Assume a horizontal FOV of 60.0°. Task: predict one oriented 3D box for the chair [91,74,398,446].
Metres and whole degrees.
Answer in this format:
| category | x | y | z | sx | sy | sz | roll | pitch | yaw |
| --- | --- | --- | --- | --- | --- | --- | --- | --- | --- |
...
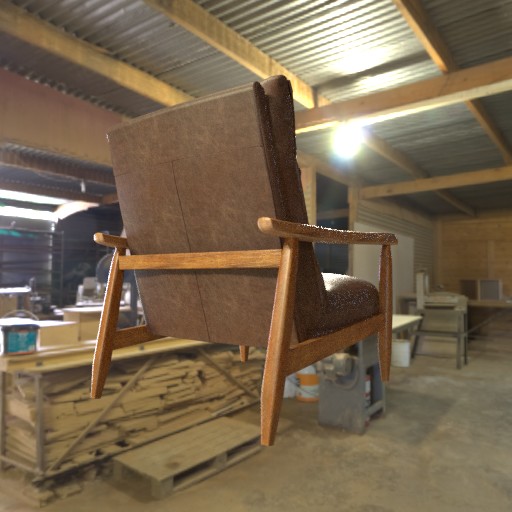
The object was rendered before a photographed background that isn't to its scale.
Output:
| category | x | y | z | sx | sy | sz | roll | pitch | yaw |
| --- | --- | --- | --- | --- | --- | --- | --- | --- | --- |
| chair | 0.000 | 0.000 | 1.522 | 0.782 | 0.897 | 0.830 | -2 | -3 | 36 |
